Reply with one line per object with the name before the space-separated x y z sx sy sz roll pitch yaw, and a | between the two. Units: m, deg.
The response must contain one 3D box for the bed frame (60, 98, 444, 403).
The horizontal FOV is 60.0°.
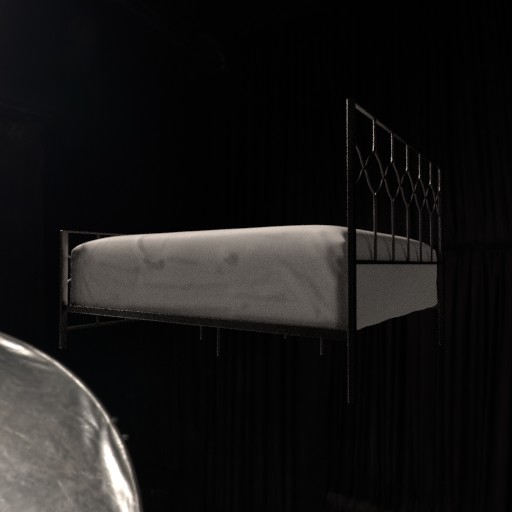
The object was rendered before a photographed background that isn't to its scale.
bed frame | 0.000 0.000 3.015 2.063 1.222 1.597 -1 -1 35
